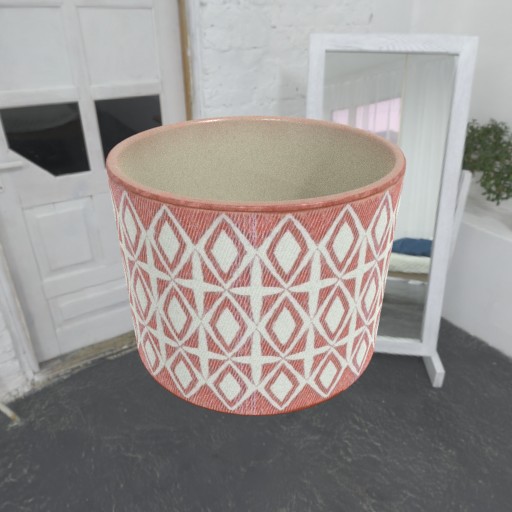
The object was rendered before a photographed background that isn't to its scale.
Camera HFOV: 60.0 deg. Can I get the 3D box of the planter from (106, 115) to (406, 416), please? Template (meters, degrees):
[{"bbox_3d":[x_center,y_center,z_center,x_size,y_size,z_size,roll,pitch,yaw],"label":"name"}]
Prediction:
[{"bbox_3d":[0.000,0.000,0.478,0.273,0.237,0.273,0,30,0],"label":"planter"}]
